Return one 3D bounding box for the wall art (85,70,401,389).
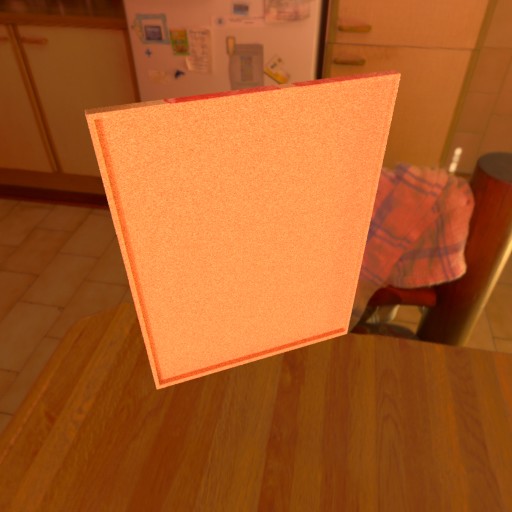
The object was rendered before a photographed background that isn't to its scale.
[{"bbox_3d":[0.000,0.000,1.357,0.762,1.015,0.031,-13,42,-15],"label":"wall art"}]
